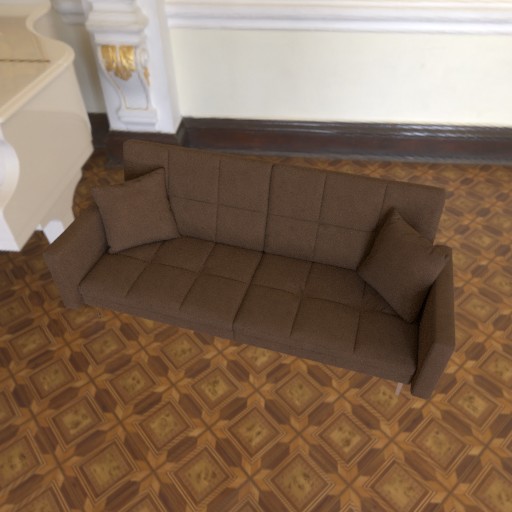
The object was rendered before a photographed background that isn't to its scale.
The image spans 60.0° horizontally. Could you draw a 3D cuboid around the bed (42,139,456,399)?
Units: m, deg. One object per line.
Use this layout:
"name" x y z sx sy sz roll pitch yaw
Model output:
"bed" 0.000 0.000 2.341 1.905 0.787 0.889 12 44 12
